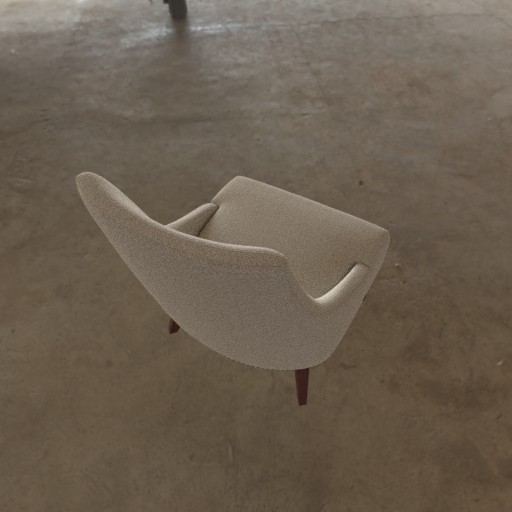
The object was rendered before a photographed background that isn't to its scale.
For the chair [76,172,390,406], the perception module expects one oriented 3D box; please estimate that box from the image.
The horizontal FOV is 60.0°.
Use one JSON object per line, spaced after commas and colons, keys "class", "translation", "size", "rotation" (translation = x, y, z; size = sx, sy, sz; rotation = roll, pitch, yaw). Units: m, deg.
{"class": "chair", "translation": [0.000, 0.000, 1.461], "size": [0.701, 0.909, 0.861], "rotation": [24, 51, 20]}
